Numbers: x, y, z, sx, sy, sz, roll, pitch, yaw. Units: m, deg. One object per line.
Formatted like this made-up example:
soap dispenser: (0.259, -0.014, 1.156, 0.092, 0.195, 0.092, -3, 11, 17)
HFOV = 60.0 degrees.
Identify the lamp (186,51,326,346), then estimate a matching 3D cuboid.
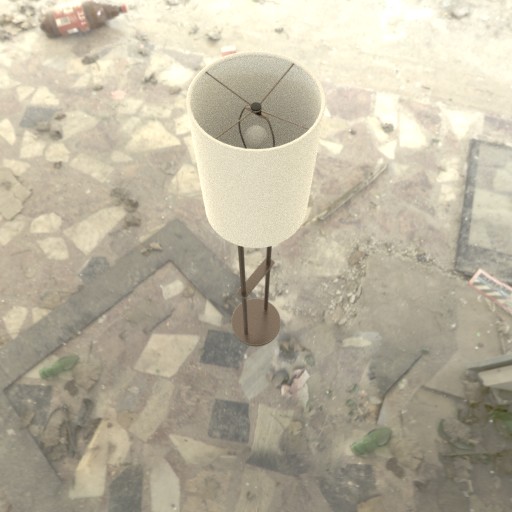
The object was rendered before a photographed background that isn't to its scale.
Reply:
lamp: (0.000, 0.000, 1.635, 0.305, 1.500, 0.306, 34, 67, 16)
